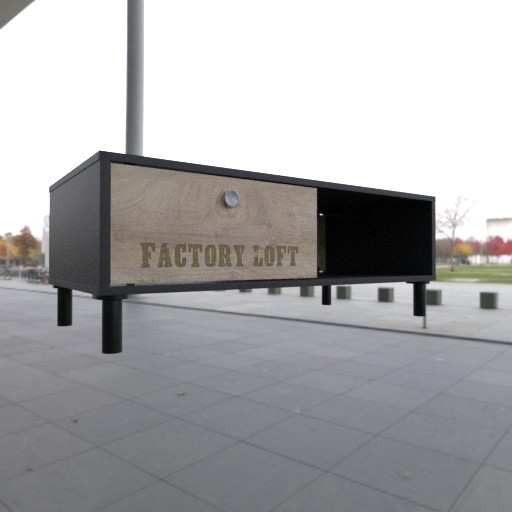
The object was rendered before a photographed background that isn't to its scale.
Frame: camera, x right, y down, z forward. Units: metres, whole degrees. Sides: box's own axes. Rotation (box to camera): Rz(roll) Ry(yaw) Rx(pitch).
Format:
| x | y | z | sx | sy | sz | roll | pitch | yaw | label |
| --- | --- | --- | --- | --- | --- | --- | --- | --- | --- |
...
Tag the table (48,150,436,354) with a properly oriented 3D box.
| x | y | z | sx | sy | sz | roll | pitch | yaw | label |
| --- | --- | --- | --- | --- | --- | --- | --- | --- | --- |
| 0.000 | 0.000 | 1.383 | 1.100 | 0.400 | 0.550 | 0 | -1 | -35 | table |
